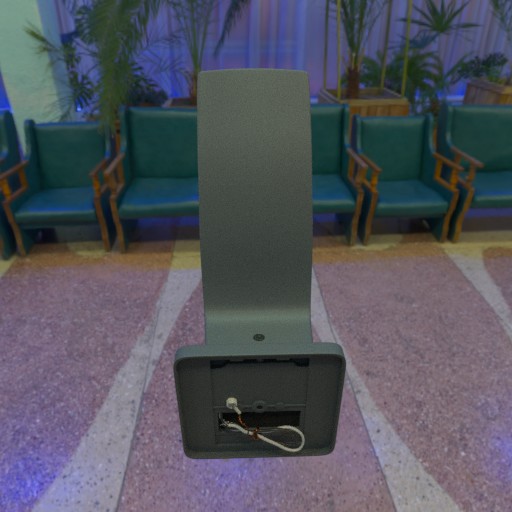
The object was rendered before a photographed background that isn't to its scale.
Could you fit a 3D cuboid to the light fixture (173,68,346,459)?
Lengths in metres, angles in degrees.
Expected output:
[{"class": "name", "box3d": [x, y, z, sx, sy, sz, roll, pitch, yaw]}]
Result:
[{"class": "light fixture", "box3d": [0.000, 0.000, 0.331, 0.108, 0.243, 0.174, -1, 30, -2]}]
